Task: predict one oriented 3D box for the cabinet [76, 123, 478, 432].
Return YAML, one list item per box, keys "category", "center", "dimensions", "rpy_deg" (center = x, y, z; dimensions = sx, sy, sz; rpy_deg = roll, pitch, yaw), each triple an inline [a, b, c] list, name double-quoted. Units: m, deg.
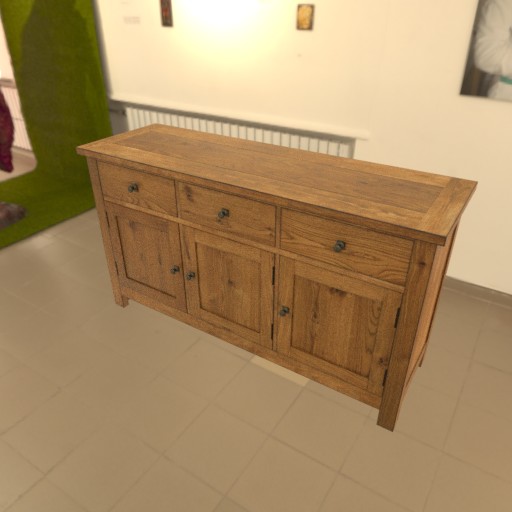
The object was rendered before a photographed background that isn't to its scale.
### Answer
- category: "cabinet"
  center: [0.000, 0.000, 1.870]
  dimensions: [1.474, 0.813, 0.480]
  rpy_deg: [18, 35, 28]
